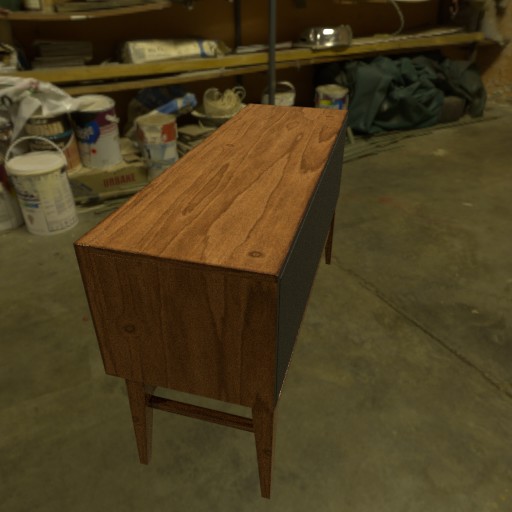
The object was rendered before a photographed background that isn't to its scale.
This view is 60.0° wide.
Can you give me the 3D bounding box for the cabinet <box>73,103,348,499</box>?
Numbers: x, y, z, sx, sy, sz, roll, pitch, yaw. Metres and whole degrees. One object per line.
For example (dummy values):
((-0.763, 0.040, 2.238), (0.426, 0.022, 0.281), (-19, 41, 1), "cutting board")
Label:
((0.000, 0.000, 1.692), (0.477, 0.802, 1.363), (8, 33, 13), "cabinet")
